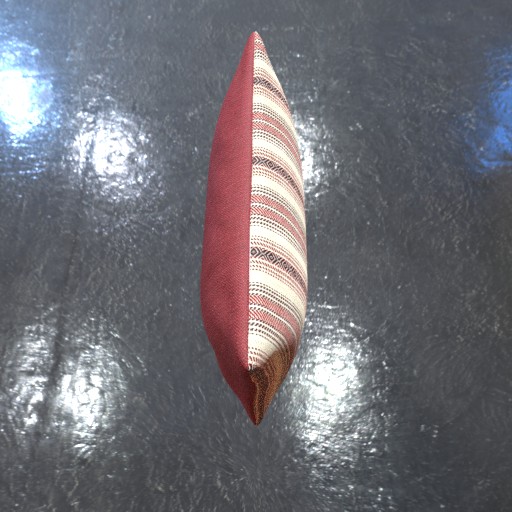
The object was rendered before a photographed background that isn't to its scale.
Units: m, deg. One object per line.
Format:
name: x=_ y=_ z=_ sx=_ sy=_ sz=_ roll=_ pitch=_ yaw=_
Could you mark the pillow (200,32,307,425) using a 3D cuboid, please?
pillow: x=0.000 y=0.000 z=0.776 sx=0.166 sy=0.497 sz=0.513 roll=1 pitch=64 yaw=0
